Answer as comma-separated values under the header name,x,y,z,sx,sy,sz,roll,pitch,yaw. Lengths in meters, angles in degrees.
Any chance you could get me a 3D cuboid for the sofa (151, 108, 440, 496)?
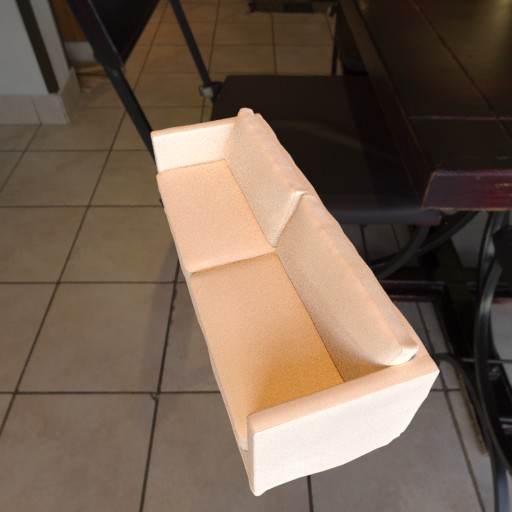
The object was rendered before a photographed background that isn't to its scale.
name,x,y,z,sx,sy,sz,roll,pitch,yaw
sofa,0.000,0.000,3.236,1.036,0.999,2.779,-14,48,-13
